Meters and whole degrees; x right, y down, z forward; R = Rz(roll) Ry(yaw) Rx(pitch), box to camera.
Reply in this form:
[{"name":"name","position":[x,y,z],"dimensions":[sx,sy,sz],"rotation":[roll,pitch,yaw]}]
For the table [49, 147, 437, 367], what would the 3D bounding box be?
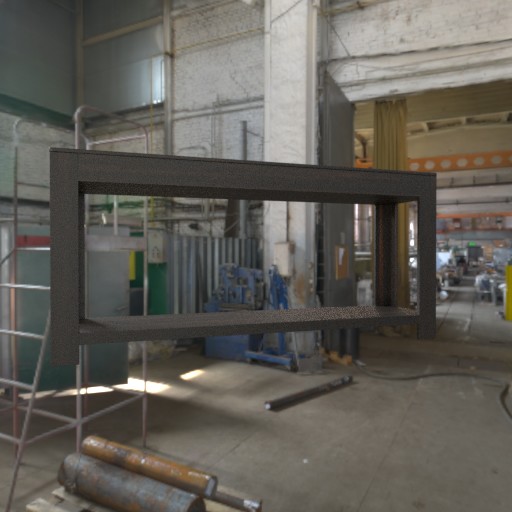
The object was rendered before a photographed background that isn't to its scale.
[{"name":"table","position":[0.000,0.000,1.970],"dimensions":[1.631,0.762,0.384],"rotation":[0,1,-18]}]
